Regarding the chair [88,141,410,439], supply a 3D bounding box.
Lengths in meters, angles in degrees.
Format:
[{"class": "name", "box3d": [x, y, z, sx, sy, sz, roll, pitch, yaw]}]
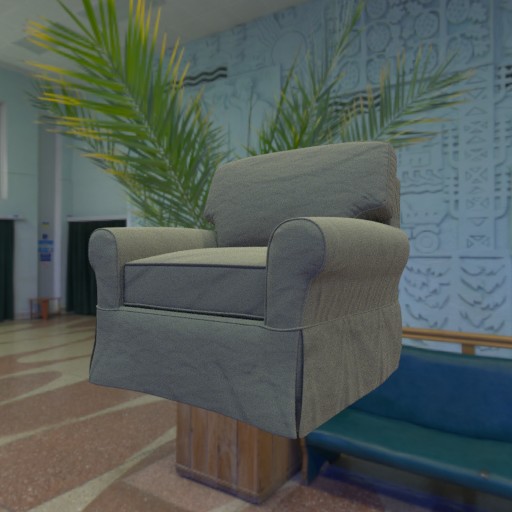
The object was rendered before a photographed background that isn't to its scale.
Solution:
[{"class": "chair", "box3d": [0.000, 0.000, 1.891, 1.135, 1.017, 0.988, 0, 0, 35]}]
